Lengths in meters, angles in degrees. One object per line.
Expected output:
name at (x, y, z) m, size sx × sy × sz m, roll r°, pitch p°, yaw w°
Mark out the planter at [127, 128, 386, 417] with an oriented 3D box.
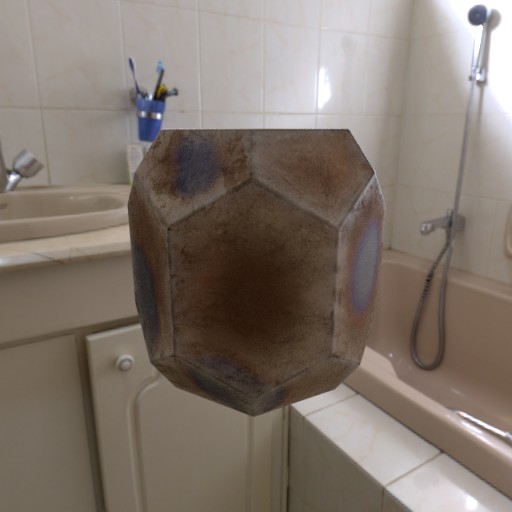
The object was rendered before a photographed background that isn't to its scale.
planter at (0.000, 0.000, 0.431) m, size 0.221 × 0.238 × 0.243 m, roll -9°, pitch 18°, yaw -27°
